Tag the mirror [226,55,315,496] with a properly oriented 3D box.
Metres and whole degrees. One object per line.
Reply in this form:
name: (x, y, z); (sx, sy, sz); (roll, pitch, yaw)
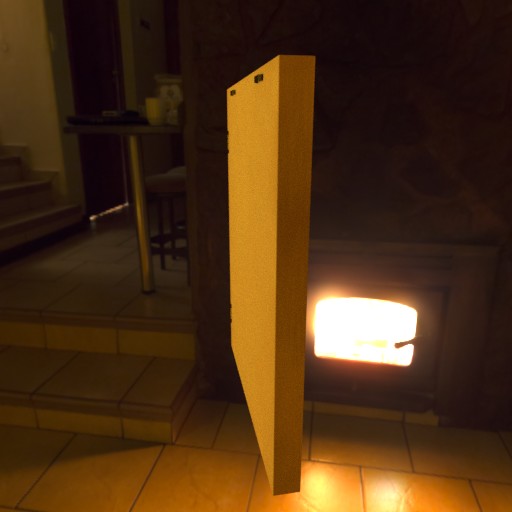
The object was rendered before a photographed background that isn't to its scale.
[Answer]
mirror: (0.000, 0.000, 0.678); (0.041, 0.509, 0.406); (-3, 16, -10)
